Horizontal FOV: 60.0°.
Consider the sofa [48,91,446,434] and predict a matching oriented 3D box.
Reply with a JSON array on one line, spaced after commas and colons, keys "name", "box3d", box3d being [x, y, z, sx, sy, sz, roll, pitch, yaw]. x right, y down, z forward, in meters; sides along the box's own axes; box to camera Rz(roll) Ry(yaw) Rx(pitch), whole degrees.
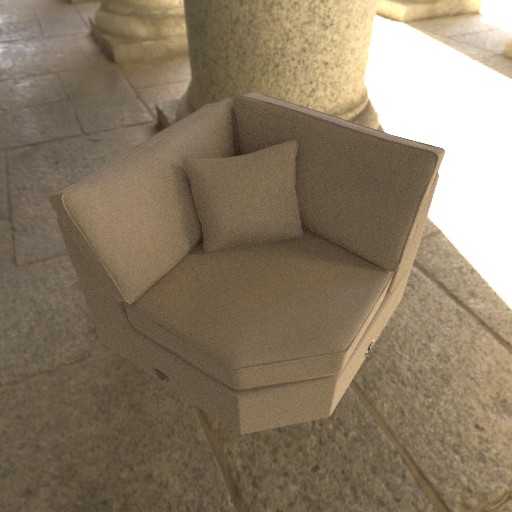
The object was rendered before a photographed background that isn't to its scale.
[{"name": "sofa", "box3d": [0.000, 0.000, 1.804, 1.042, 0.937, 1.050, 25, 47, 26]}]
